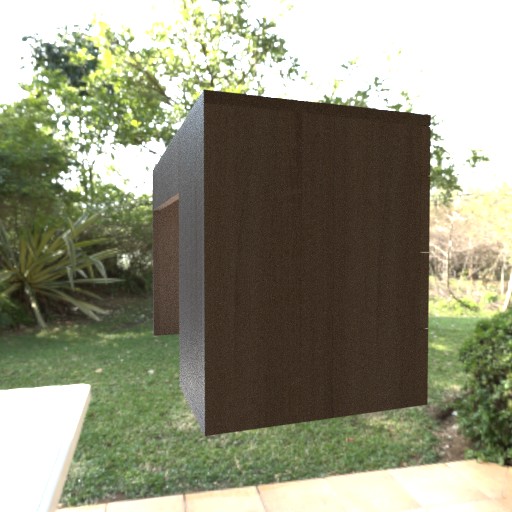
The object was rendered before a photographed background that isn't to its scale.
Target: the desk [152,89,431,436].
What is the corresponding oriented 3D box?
[{"bbox_3d":[0.000,0.000,1.549,0.600,0.731,1.100,-1,2,-19],"label":"desk"}]
